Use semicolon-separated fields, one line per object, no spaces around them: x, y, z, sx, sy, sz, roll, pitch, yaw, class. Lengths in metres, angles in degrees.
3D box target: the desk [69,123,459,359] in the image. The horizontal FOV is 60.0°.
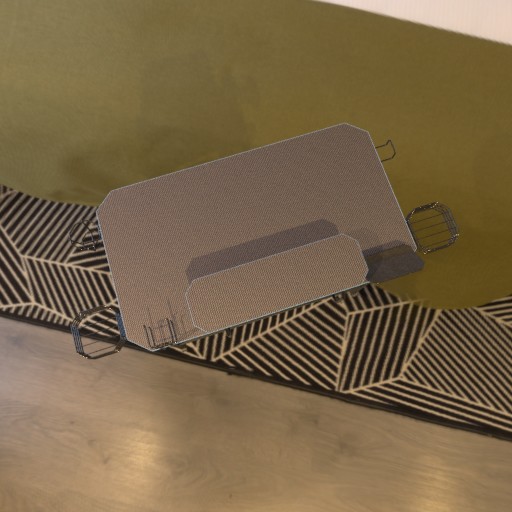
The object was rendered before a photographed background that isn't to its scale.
0.000;0.000;1.750;1.295;0.909;0.594;-17;77;-4;desk
